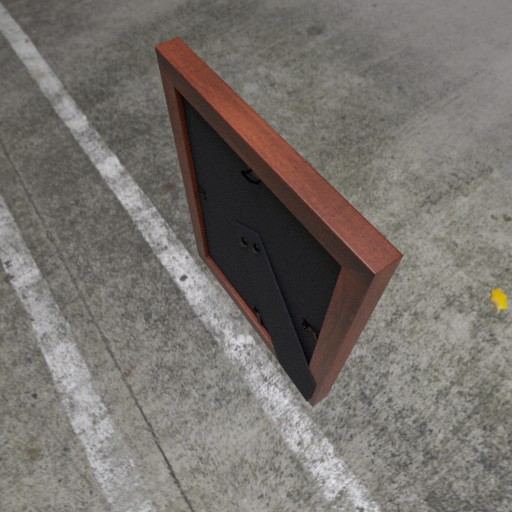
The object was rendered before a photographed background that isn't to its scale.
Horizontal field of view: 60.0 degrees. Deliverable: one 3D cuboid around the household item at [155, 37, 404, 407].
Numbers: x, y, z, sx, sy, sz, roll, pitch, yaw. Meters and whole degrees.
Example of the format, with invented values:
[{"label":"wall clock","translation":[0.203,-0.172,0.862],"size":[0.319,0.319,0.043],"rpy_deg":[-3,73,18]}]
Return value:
[{"label":"household item","translation":[0.000,0.000,0.344],"size":[0.020,0.250,0.200],"rpy_deg":[-31,63,-17]}]
